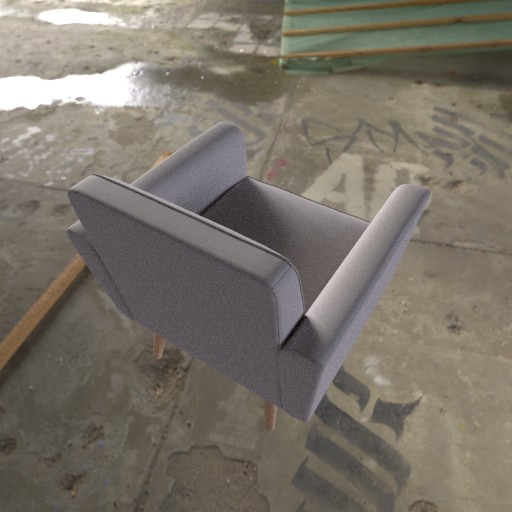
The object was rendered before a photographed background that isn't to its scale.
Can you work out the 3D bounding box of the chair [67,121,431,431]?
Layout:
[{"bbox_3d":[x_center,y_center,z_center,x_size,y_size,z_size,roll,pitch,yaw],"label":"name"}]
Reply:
[{"bbox_3d":[0.000,0.000,1.379,0.780,0.780,0.750,25,50,23],"label":"chair"}]
